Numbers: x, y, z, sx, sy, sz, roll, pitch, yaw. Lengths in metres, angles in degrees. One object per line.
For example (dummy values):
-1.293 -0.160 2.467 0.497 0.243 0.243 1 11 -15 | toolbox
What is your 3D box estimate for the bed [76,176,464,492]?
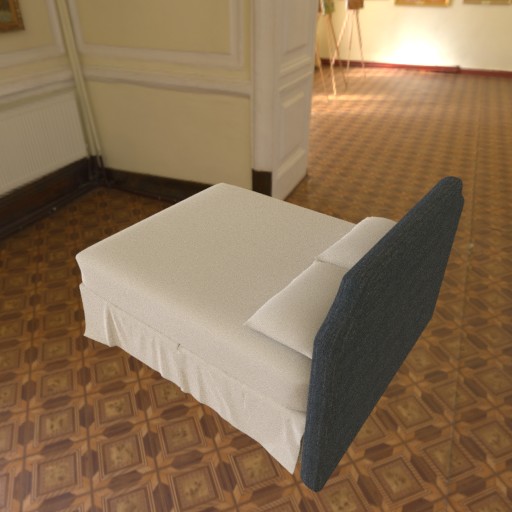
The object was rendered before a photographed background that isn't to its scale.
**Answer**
0.000 0.000 3.182 2.208 1.297 1.828 22 39 30 | bed
